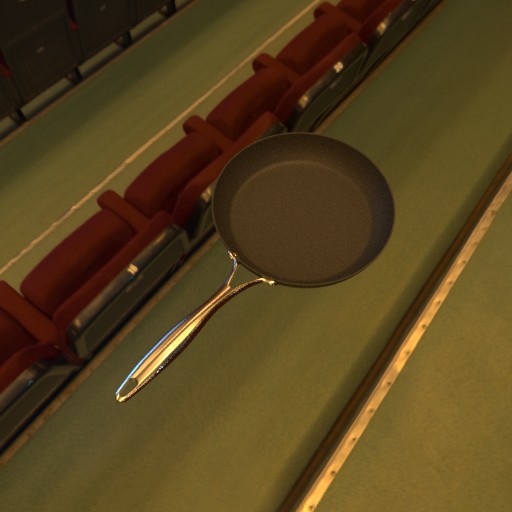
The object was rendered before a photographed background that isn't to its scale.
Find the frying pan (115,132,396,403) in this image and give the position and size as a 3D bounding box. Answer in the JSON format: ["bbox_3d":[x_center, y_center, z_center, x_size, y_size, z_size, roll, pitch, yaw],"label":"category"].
[{"bbox_3d":[0.000,0.000,0.577,0.255,0.105,0.472,34,68,16],"label":"frying pan"}]
